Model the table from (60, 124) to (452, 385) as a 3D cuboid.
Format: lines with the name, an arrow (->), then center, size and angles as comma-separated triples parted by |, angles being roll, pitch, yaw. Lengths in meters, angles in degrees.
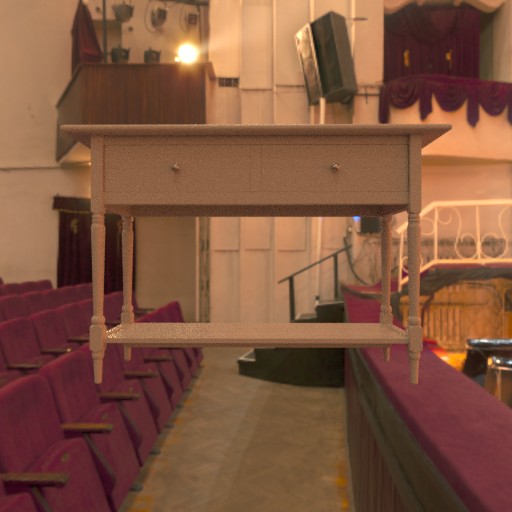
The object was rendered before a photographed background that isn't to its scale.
table -> 0.000, 0.000, 1.543 | 1.197, 0.808, 0.384 | 0, 0, 1
